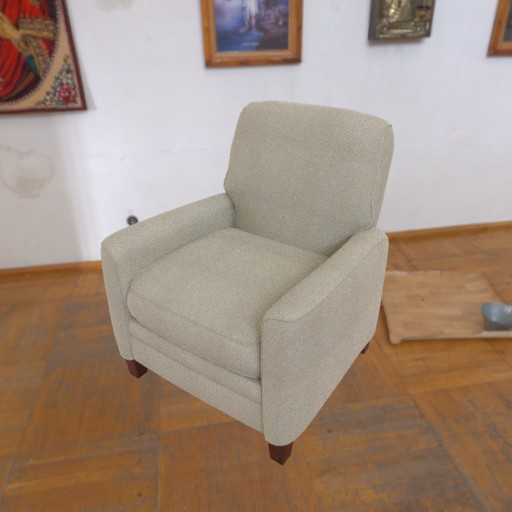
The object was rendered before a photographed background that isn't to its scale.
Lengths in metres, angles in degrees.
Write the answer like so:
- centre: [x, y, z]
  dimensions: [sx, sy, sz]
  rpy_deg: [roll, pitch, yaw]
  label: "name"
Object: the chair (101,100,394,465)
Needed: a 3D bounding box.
- centre: [0.000, 0.000, 1.678]
  dimensions: [0.850, 1.006, 0.853]
  rpy_deg: [18, 33, 30]
  label: "chair"
